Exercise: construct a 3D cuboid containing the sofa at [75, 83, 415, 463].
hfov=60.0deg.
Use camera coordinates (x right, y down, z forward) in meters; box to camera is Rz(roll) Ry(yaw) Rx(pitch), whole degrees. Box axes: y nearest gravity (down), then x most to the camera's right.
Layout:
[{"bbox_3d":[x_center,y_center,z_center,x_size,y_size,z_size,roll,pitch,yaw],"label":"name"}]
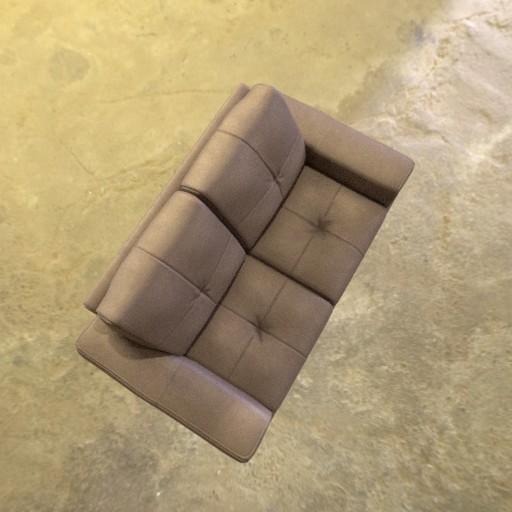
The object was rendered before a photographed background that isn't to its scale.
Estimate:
[{"bbox_3d":[0.000,0.000,2.350,1.018,0.907,1.806,30,77,8],"label":"sofa"}]
